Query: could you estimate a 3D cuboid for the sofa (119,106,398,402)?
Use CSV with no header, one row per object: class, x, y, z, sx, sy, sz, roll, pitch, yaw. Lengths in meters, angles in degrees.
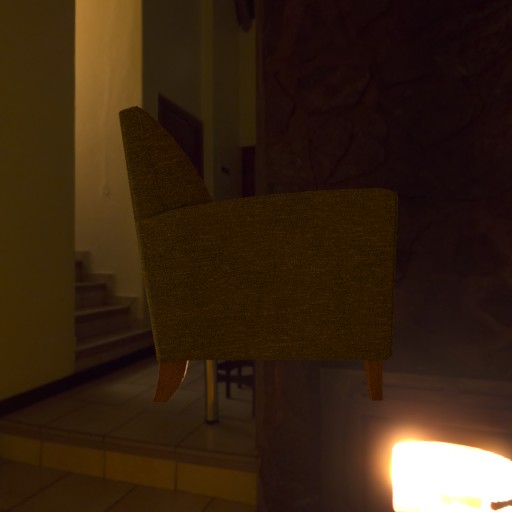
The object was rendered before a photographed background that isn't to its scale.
sofa,0.000,0.000,2.052,0.867,0.905,1.509,0,0,-2
